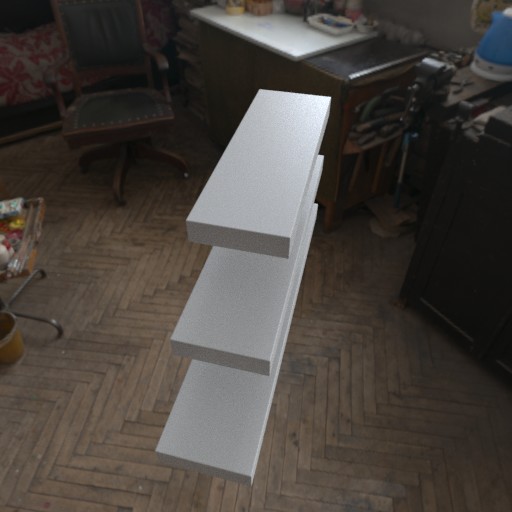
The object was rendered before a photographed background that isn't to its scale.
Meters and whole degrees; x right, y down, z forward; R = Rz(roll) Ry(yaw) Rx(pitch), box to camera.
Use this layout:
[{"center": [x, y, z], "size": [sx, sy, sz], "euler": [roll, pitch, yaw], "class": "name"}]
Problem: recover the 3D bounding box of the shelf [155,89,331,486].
[{"center": [0.000, 0.000, 0.741], "size": [0.140, 0.293, 0.610], "euler": [10, 46, 10], "class": "shelf"}]
